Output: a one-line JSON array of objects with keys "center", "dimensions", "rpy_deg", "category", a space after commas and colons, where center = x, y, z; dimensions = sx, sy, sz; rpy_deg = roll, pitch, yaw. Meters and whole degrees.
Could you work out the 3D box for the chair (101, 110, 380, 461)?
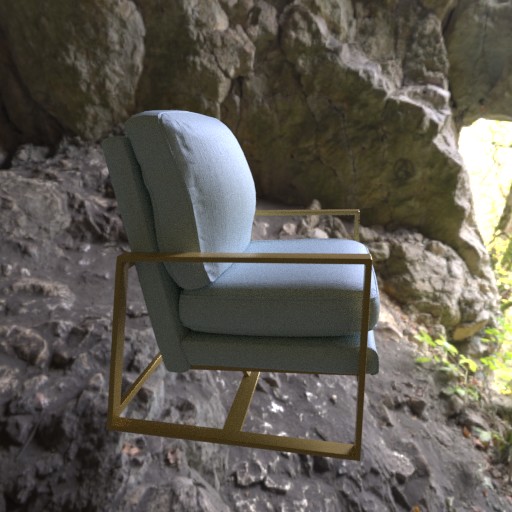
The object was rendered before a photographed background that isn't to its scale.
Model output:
[{"center": [0.000, 0.000, 1.538], "dimensions": [0.813, 0.956, 0.758], "rpy_deg": [3, 16, 10], "category": "chair"}]
